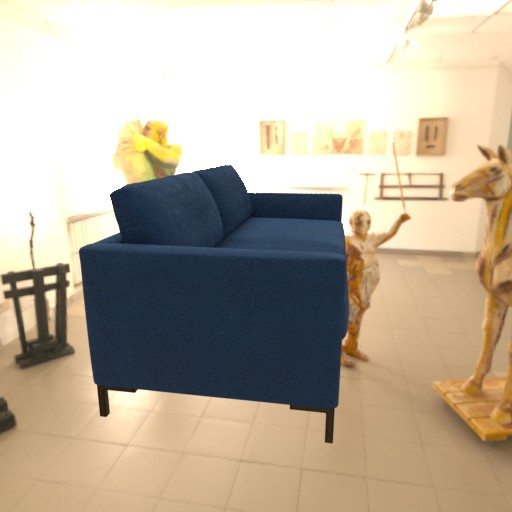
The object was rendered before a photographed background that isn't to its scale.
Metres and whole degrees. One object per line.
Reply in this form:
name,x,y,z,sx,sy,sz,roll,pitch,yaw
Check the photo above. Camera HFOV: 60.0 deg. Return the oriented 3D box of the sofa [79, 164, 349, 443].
sofa,0.000,0.000,2.177,0.875,0.817,1.676,3,15,10
